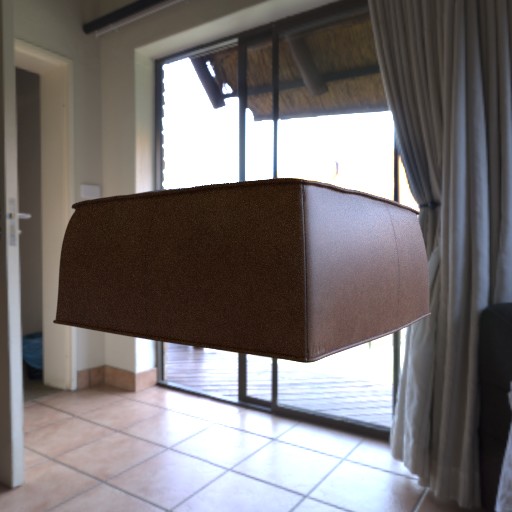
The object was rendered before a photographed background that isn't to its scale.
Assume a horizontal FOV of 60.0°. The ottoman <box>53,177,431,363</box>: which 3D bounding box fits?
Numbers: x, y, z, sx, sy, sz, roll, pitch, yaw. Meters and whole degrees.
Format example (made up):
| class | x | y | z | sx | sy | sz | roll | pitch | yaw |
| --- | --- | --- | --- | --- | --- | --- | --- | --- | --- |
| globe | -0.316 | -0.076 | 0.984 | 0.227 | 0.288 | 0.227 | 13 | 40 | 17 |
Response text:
| class | x | y | z | sx | sy | sz | roll | pitch | yaw |
| --- | --- | --- | --- | --- | --- | --- | --- | --- | --- |
| ottoman | 0.000 | 0.000 | 1.399 | 0.901 | 0.395 | 0.902 | 0 | 0 | 35 |
